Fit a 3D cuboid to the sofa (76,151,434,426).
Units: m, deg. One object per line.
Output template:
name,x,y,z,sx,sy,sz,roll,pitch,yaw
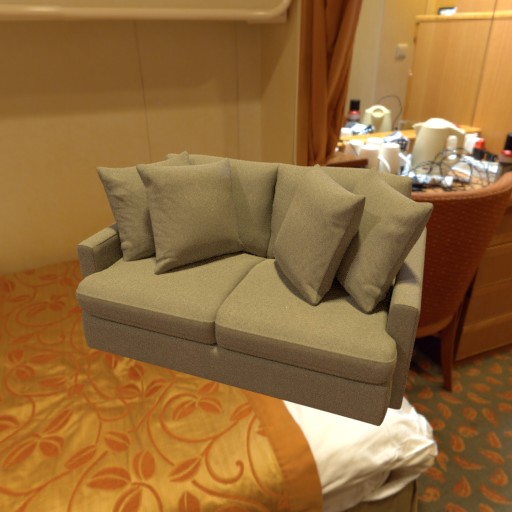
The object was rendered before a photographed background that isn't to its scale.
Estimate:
sofa,0.000,0.000,2.644,1.869,1.080,1.228,10,28,18
